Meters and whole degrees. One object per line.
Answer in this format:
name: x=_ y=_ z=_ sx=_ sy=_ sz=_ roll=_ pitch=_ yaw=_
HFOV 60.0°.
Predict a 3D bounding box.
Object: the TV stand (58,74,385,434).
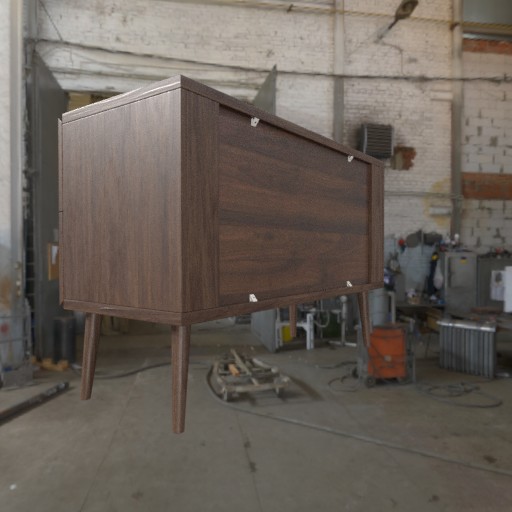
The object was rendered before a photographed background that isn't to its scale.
TV stand: x=0.000 y=0.000 z=1.307 sx=0.405 sy=0.660 sz=0.990 roll=1 pitch=1 yaw=37
